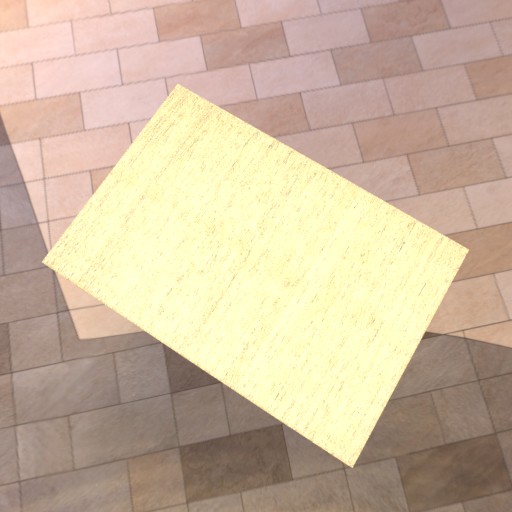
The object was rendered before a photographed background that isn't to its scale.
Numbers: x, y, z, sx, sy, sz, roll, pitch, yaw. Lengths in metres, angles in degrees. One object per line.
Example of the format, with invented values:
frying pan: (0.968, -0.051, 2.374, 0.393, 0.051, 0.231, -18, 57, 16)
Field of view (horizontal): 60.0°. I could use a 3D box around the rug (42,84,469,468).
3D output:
rug: (0.000, 0.000, 2.313, 1.850, 0.015, 1.250, 32, 78, 7)
